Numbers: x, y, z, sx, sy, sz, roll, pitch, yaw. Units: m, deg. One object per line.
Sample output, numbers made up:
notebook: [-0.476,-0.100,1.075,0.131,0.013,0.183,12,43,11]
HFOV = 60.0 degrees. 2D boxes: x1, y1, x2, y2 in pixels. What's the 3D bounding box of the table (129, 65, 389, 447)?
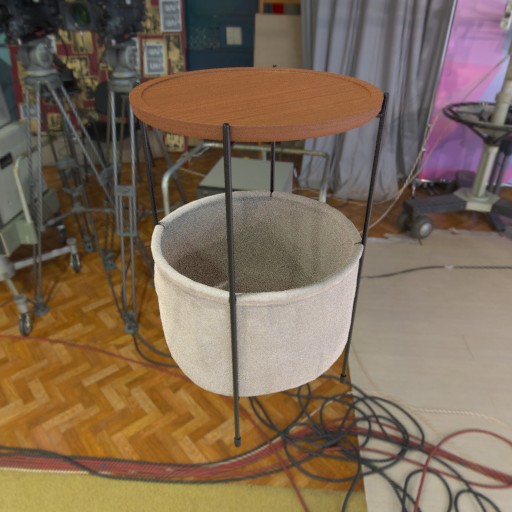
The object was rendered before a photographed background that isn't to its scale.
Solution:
table: [0.000,0.000,0.858,0.393,0.623,0.393,-20,38,-28]
